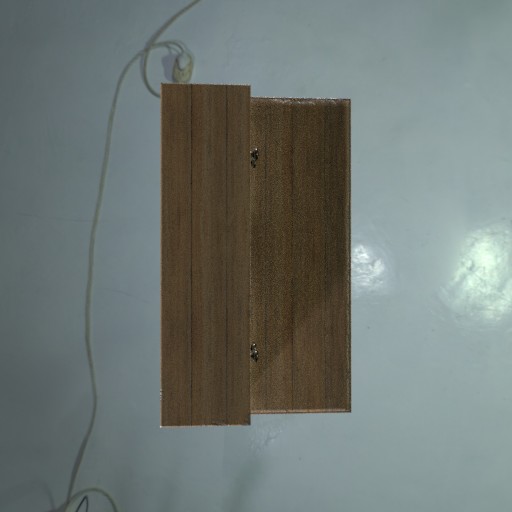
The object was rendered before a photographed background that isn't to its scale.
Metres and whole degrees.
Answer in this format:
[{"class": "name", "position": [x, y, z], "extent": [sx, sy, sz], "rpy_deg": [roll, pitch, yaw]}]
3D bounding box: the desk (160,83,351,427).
[{"class": "desk", "position": [0.000, 0.000, 1.424], "extent": [0.462, 0.981, 0.814], "rpy_deg": [0, 90, -3]}]
